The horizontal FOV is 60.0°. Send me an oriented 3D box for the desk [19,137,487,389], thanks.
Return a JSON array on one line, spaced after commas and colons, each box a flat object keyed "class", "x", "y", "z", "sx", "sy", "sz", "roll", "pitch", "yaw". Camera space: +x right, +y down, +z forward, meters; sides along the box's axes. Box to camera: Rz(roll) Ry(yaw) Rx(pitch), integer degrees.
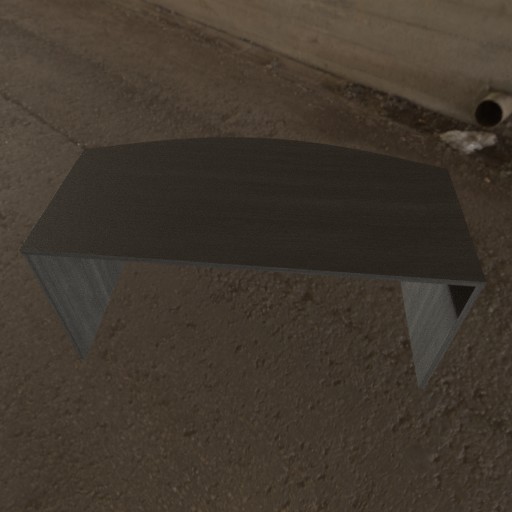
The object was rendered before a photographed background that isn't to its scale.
[{"class": "desk", "x": 0.000, "y": 0.000, "z": 2.055, "sx": 1.600, "sy": 0.750, "sz": 0.802, "roll": 4, "pitch": 47, "yaw": 4}]
